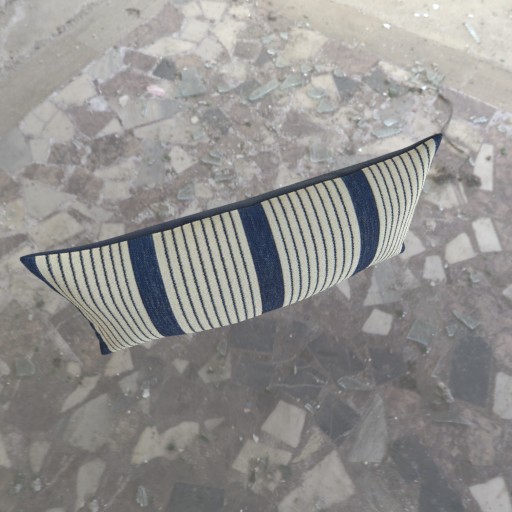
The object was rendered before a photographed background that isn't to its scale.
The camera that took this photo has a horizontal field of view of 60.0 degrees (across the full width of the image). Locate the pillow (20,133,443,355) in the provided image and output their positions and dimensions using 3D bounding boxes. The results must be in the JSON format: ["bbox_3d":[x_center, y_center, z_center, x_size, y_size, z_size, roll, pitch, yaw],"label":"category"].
[{"bbox_3d":[0.000,0.000,0.717,0.608,0.292,0.156,-18,65,-9],"label":"pillow"}]
